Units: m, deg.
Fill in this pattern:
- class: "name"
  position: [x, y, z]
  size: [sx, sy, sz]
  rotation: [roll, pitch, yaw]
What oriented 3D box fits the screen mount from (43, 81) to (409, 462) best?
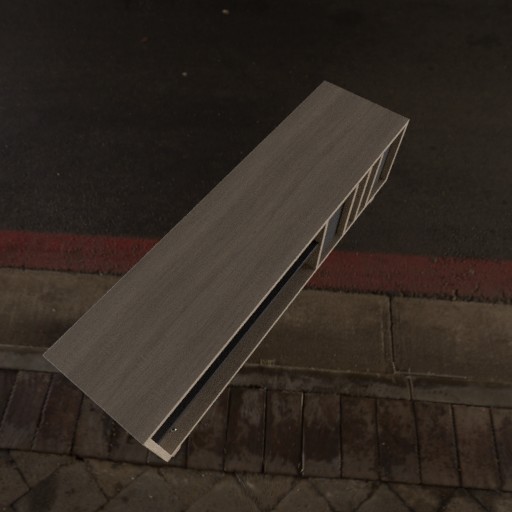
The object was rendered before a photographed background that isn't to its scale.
- class: "screen mount"
  position: [0.000, 0.000, 1.726]
  size: [0.401, 0.509, 1.500]
  rotation: [33, 64, 18]
